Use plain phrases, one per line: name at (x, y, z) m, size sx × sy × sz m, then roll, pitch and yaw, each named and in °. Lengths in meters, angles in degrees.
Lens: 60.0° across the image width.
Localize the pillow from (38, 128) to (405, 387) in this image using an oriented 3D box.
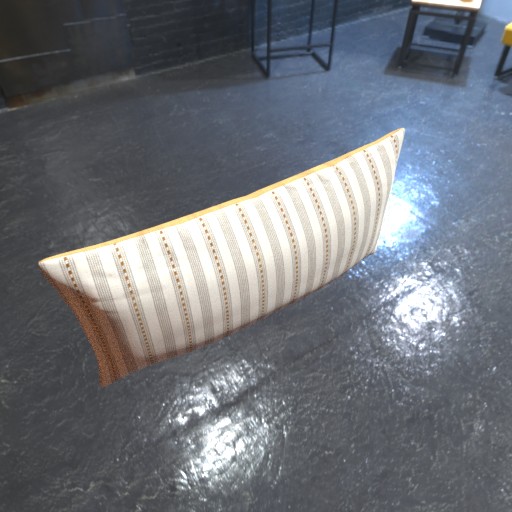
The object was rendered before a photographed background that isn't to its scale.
pillow at (0.000, 0.000, 0.741) m, size 0.608 × 0.291 × 0.151 m, roll -24°, pitch 50°, yaw -22°
